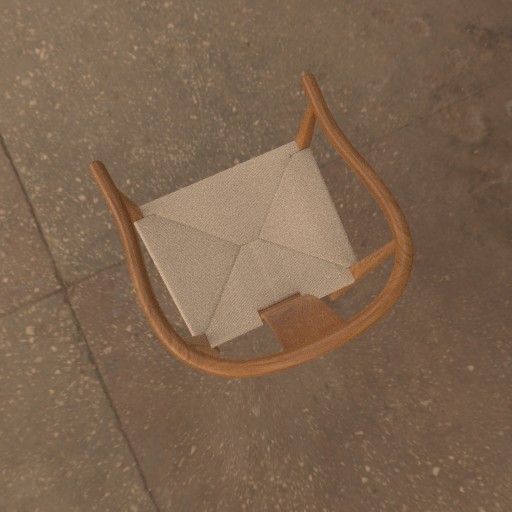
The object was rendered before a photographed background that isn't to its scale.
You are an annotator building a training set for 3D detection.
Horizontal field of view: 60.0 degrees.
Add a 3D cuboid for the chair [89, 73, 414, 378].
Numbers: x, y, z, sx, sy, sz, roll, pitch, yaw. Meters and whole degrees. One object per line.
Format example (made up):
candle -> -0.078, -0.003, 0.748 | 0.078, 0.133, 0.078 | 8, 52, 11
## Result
chair -> 0.000, 0.000, 1.200 | 0.556, 0.800, 0.579 | -24, 78, -5
